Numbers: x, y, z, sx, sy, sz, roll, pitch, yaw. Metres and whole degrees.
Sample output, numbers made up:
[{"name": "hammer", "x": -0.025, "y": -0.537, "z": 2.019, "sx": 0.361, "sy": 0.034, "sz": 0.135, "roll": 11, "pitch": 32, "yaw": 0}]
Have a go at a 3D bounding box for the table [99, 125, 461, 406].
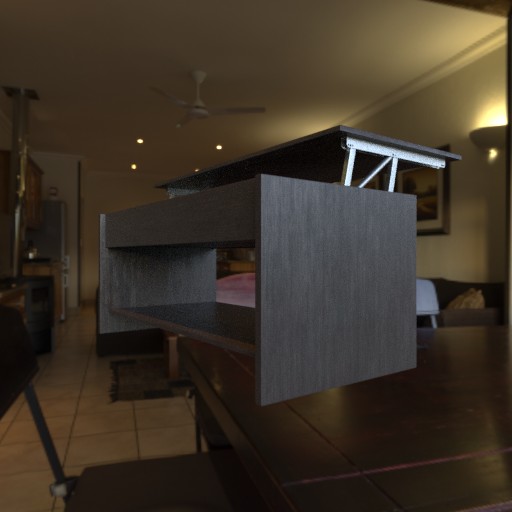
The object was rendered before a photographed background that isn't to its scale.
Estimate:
[{"name": "table", "x": 0.000, "y": 0.000, "z": 1.448, "sx": 0.712, "sy": 0.570, "sz": 1.000, "roll": 0, "pitch": 0, "yaw": -36}]
